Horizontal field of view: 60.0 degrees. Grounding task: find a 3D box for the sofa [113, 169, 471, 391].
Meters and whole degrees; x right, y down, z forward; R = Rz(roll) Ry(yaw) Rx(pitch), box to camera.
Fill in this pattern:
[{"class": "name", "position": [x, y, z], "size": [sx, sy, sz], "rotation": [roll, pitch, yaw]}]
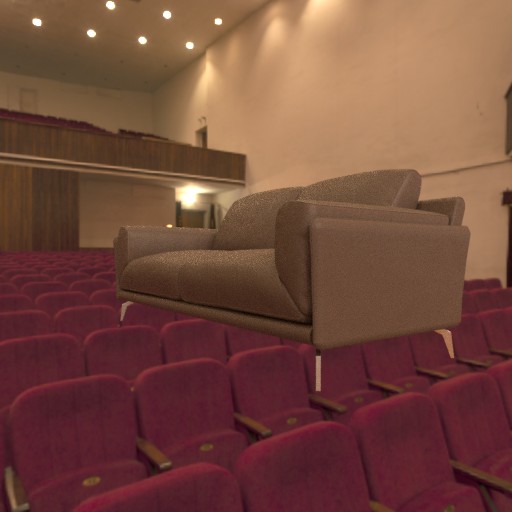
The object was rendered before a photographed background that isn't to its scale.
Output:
[{"class": "sofa", "position": [0.000, 0.000, 2.630], "size": [1.049, 0.930, 2.101], "rotation": [0, 0, -36]}]
